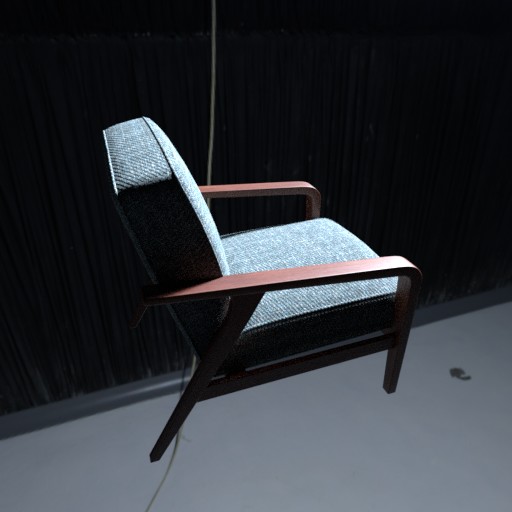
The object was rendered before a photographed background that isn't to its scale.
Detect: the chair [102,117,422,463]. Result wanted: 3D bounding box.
[{"bbox_3d":[0.000,0.000,1.489,0.889,0.864,0.719,-10,31,-17],"label":"chair"}]
